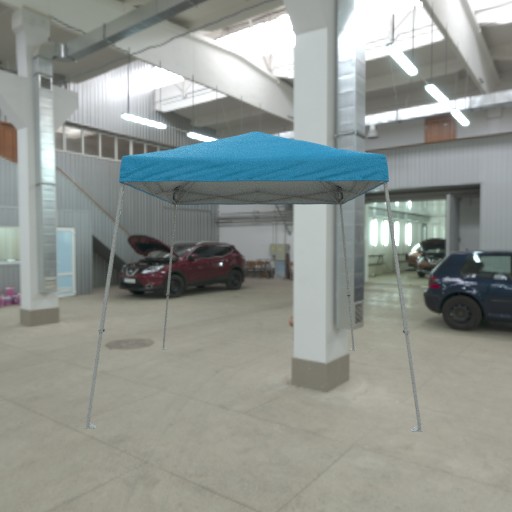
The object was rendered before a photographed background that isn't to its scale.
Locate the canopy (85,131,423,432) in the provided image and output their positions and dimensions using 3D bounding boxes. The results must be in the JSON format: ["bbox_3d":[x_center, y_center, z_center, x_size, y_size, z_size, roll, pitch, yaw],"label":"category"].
[{"bbox_3d":[0.000,0.000,6.460,3.600,3.600,3.599,0,2,1],"label":"canopy"}]
